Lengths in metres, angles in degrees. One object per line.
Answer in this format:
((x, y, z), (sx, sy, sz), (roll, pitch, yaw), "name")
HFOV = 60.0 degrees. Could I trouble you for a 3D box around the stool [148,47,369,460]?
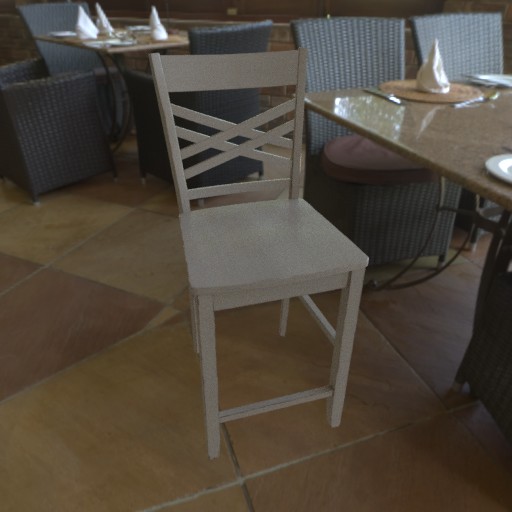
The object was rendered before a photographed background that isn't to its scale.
((0.000, 0.000, 1.334), (0.462, 1.079, 0.539), (-9, 33, -14), "stool")
